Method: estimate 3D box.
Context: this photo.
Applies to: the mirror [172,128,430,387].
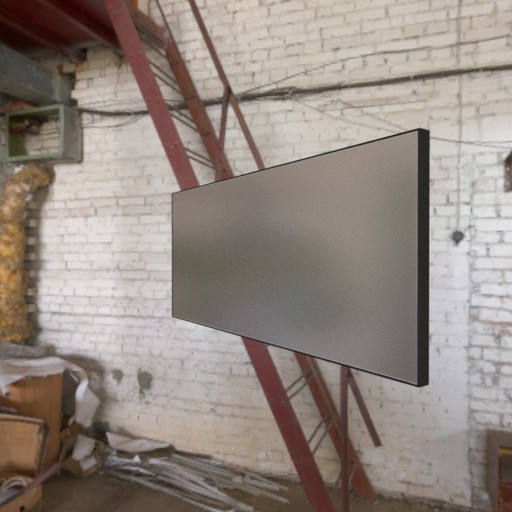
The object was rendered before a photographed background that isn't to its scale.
[{"bbox_3d":[0.000,0.000,1.839,0.047,0.692,1.584,0,1,-35],"label":"mirror"}]
